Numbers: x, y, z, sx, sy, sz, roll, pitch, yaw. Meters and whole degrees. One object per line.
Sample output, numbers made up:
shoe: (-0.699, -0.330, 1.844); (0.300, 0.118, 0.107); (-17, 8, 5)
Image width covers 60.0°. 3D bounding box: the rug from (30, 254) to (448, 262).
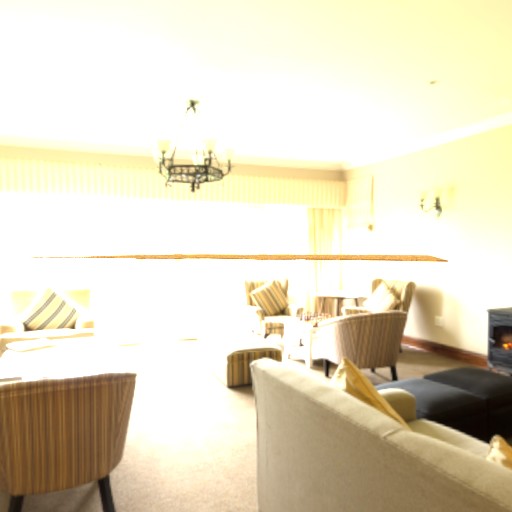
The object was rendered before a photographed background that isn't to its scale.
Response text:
rug: (0.000, 0.000, 2.817); (2.135, 0.013, 1.524); (0, 1, 18)
